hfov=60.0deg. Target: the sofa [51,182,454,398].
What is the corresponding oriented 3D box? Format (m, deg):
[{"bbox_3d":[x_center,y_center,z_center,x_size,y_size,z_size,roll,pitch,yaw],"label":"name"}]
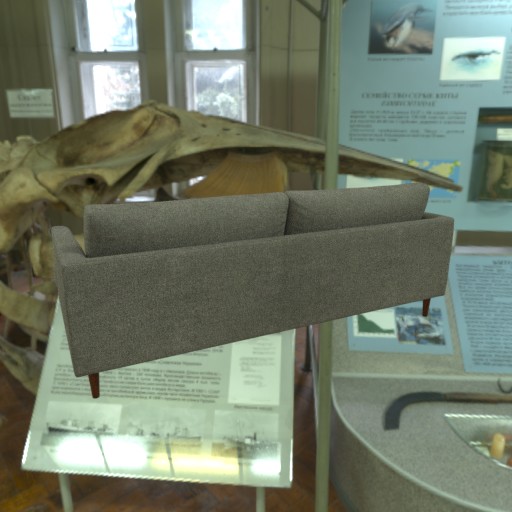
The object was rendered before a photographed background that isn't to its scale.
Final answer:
[{"bbox_3d":[0.000,0.000,2.723,2.250,0.868,1.020,-8,17,-26],"label":"sofa"}]
